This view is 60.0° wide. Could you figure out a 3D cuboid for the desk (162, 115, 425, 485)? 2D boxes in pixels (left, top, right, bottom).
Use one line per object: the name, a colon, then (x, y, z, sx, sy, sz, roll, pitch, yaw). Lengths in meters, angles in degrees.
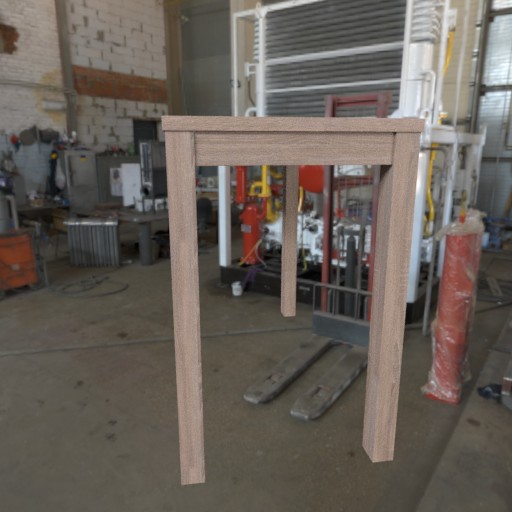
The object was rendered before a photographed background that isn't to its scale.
desk: (0.000, 0.000, 1.375, 0.495, 0.762, 0.991, -2, 14, -9)
